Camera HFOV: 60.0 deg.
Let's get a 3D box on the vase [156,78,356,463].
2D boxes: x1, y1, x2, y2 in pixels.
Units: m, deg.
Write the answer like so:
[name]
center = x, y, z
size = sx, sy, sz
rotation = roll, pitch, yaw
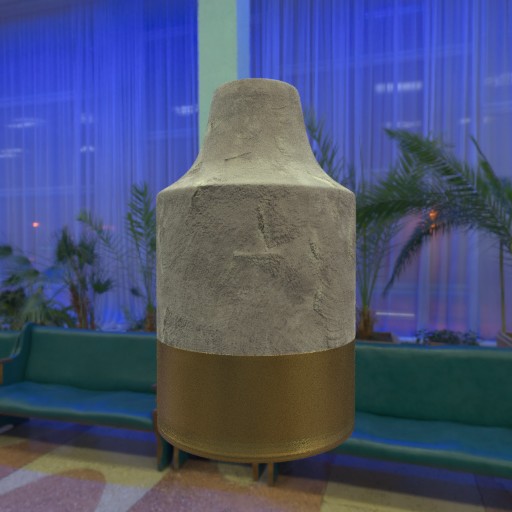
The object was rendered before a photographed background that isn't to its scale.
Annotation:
[vase]
center = 0.000, 0.000, 0.419
size = 0.184, 0.305, 0.184
rotation = 0, 1, 0
